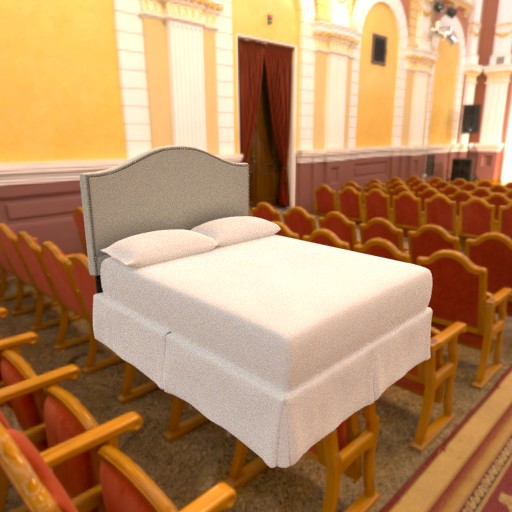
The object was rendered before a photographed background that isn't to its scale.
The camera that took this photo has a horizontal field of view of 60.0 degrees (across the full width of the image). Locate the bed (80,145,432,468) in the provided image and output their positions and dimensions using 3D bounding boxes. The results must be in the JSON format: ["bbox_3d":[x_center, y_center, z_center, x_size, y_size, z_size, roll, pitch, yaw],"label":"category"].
[{"bbox_3d":[0.000,0.000,3.398,1.813,1.607,2.180,-15,21,-43],"label":"bed"}]
